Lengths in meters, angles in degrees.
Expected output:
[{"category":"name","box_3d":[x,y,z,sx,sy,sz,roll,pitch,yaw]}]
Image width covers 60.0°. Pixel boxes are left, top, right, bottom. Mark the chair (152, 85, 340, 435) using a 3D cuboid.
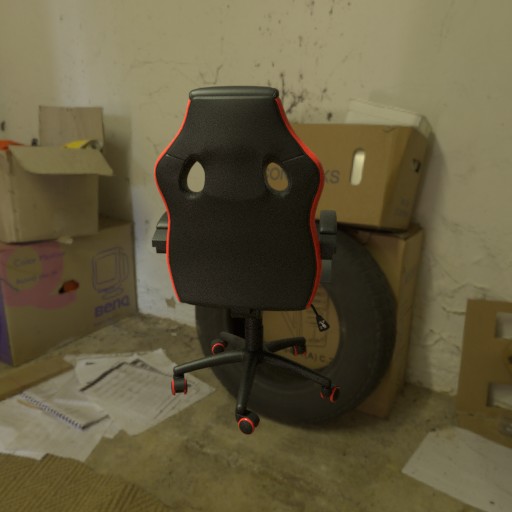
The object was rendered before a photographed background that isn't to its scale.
[{"category":"chair","box_3d":[0.000,0.000,1.483,0.600,1.016,0.642,2,15,8]}]
